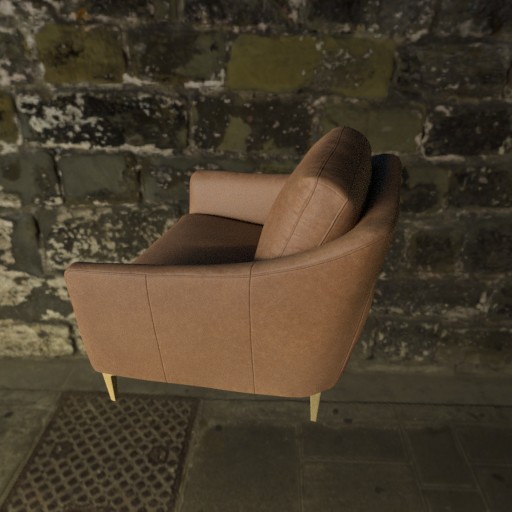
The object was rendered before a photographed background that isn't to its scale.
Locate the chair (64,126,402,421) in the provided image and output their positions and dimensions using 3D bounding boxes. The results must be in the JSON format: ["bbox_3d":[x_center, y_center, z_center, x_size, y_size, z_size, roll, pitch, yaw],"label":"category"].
[{"bbox_3d":[0.000,0.000,1.687,0.963,0.895,0.988,8,30,15],"label":"chair"}]
